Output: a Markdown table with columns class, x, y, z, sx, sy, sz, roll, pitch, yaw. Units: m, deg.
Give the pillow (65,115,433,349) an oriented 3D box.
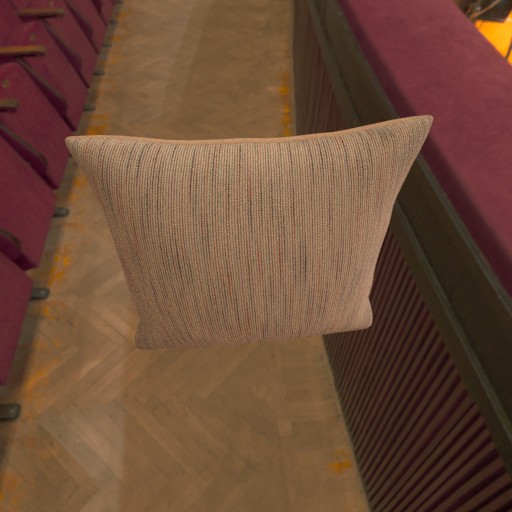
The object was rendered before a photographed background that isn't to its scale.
| class | x | y | z | sx | sy | sz | roll | pitch | yaw |
| --- | --- | --- | --- | --- | --- | --- | --- | --- | --- |
| pillow | 0.000 | 0.000 | 0.781 | 0.512 | 0.506 | 0.178 | -5 | 47 | -4 |
